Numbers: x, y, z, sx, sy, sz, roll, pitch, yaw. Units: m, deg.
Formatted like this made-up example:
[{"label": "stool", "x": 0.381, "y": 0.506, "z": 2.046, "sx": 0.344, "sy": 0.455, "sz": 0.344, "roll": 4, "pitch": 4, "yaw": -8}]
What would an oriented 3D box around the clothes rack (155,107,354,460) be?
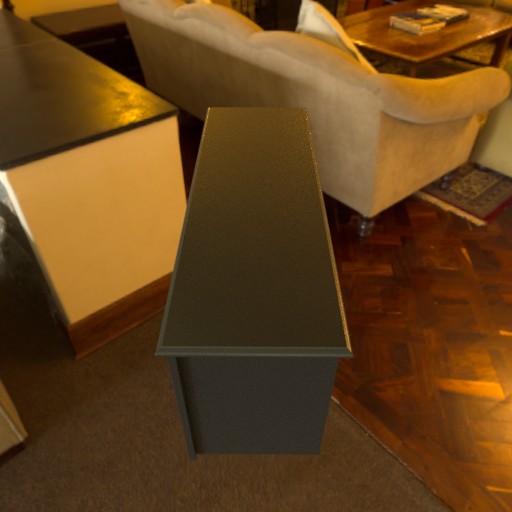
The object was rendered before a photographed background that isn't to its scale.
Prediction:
[{"label": "clothes rack", "x": 0.000, "y": 0.000, "z": 1.537, "sx": 0.406, "sy": 0.556, "sz": 1.219, "roll": 0, "pitch": 41, "yaw": 0}]
